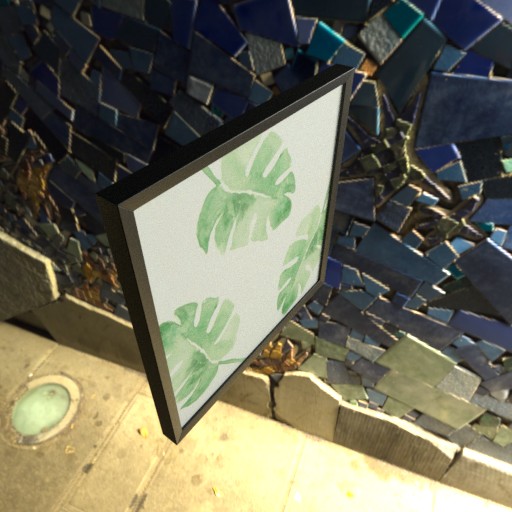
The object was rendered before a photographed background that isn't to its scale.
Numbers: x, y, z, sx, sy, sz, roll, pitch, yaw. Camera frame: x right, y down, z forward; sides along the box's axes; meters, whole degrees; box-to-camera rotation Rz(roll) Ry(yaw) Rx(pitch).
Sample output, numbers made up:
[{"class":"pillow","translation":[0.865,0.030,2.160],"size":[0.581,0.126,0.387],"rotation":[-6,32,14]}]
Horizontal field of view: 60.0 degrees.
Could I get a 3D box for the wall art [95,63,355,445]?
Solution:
[{"class":"wall art","translation":[0.000,0.000,0.768],"size":[0.036,0.508,0.508],"rotation":[26,48,27]}]
